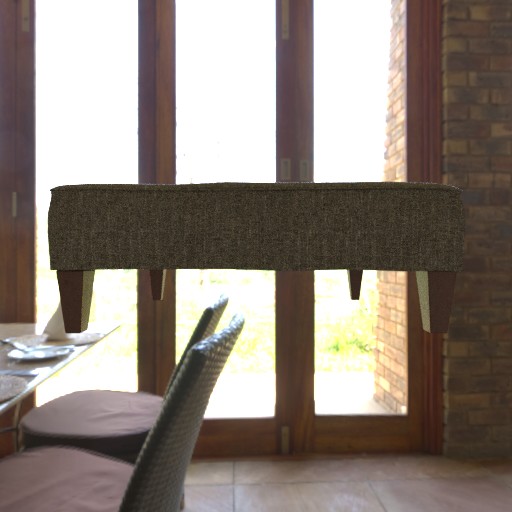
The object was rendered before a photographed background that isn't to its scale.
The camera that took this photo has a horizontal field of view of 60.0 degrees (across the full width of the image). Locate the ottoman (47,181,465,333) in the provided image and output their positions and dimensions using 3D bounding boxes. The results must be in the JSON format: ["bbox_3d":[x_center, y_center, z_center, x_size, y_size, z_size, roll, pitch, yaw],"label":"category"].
[{"bbox_3d":[0.000,0.000,1.514,0.981,0.379,1.016,0,-1,0],"label":"ottoman"}]
